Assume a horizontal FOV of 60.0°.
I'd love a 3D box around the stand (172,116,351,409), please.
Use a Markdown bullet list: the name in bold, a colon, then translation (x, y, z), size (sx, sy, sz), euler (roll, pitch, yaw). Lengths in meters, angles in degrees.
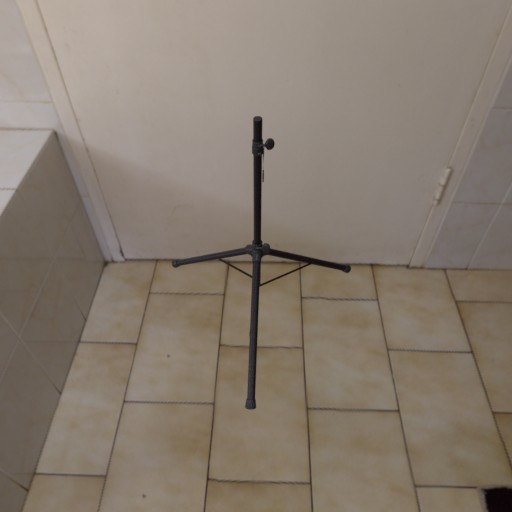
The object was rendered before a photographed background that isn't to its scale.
- **stand**: translation (0.000, 0.000, 1.912), size (1.045, 1.136, 0.907), euler (3, 48, 3)
